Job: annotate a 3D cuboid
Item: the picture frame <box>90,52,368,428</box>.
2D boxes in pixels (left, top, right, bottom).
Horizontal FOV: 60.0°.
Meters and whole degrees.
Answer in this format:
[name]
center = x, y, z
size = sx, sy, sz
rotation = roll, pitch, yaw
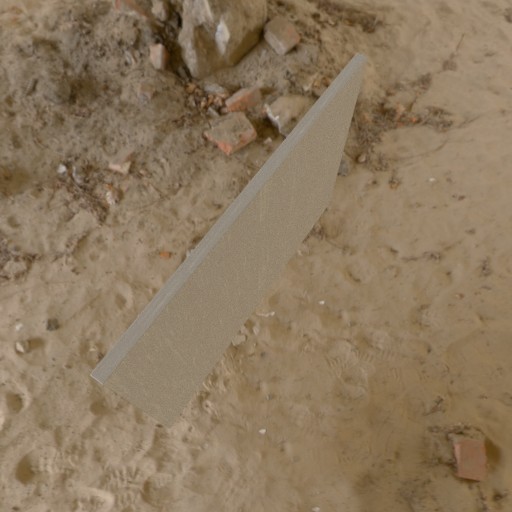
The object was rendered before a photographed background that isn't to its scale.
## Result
[picture frame]
center = 0.000, 0.000, 1.198
size = 0.029, 0.640, 0.950
rotation = 31, 67, 15
